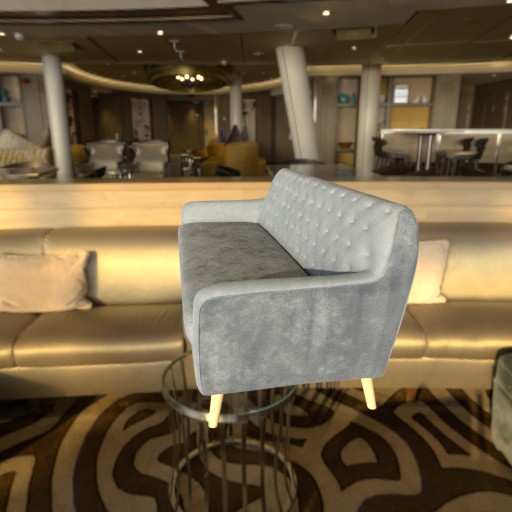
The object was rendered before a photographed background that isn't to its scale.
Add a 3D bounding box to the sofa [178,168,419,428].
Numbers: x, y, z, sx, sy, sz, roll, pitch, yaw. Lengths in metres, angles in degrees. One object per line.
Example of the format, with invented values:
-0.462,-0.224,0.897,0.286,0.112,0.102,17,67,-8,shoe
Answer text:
0.000,0.000,2.464,0.841,0.832,1.975,-3,16,-10,sofa
